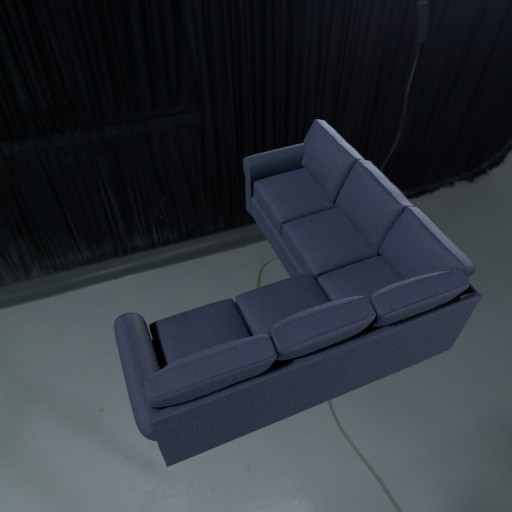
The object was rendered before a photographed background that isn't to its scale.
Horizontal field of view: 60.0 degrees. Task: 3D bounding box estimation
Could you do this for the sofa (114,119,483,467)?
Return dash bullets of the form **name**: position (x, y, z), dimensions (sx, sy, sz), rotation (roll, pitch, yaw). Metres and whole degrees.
- **sofa**: position (0.000, 0.000, 3.873), dimensions (2.562, 1.042, 2.487), rotation (-17, 49, -15)
